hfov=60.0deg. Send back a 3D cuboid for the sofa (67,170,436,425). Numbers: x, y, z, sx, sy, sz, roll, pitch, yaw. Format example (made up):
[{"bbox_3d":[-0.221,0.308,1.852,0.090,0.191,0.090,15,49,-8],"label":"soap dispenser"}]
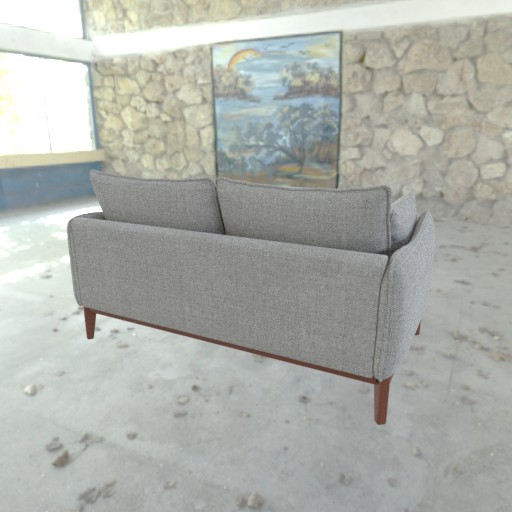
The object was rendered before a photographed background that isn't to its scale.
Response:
[{"bbox_3d":[0.000,0.000,2.175,1.580,0.851,0.972,8,18,26],"label":"sofa"}]
